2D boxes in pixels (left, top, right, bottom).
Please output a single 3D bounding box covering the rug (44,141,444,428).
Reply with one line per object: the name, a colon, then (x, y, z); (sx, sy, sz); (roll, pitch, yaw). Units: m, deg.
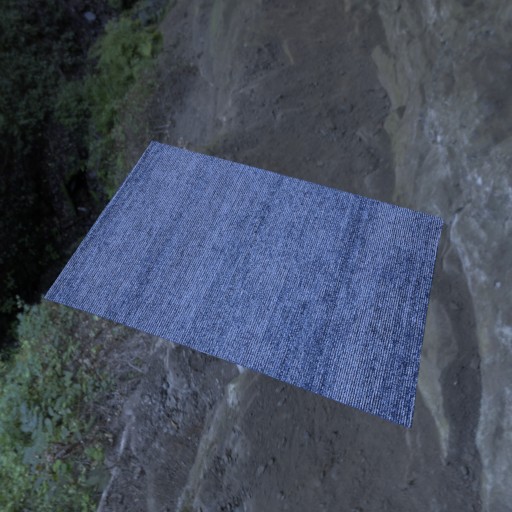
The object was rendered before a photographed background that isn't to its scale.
rug: (0.000, 0.000, 2.294); (1.793, 0.025, 1.159); (17, 59, 11)
